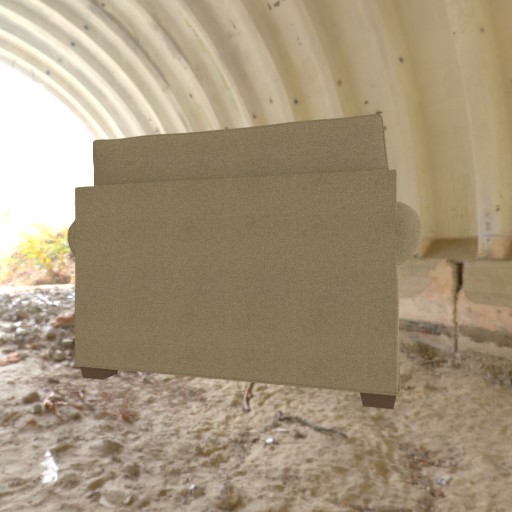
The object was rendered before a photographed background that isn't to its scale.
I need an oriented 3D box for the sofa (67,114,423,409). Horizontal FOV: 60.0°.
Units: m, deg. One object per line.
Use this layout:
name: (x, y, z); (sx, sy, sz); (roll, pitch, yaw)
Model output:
sofa: (0.000, 0.000, 2.029); (1.405, 0.991, 0.936); (0, 0, 18)
